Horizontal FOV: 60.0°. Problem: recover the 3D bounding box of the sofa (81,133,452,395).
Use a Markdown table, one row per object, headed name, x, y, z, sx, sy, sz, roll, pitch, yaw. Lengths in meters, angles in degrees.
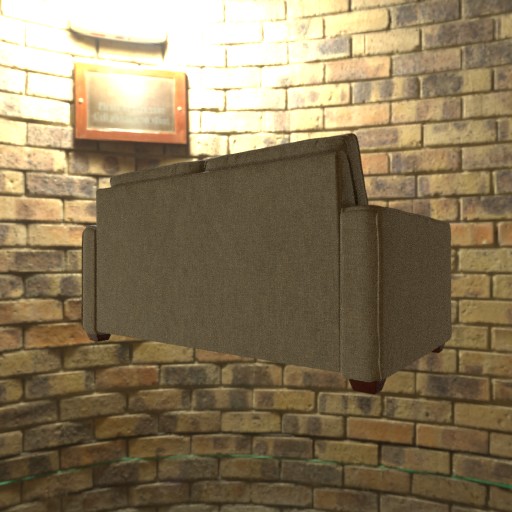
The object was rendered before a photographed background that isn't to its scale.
| name | x | y | z | sx | sy | sz | roll | pitch | yaw |
| --- | --- | --- | --- | --- | --- | --- | --- | --- | --- |
| sofa | 0.000 | 0.000 | 2.272 | 1.706 | 0.915 | 0.945 | 0 | 0 | 37 |
